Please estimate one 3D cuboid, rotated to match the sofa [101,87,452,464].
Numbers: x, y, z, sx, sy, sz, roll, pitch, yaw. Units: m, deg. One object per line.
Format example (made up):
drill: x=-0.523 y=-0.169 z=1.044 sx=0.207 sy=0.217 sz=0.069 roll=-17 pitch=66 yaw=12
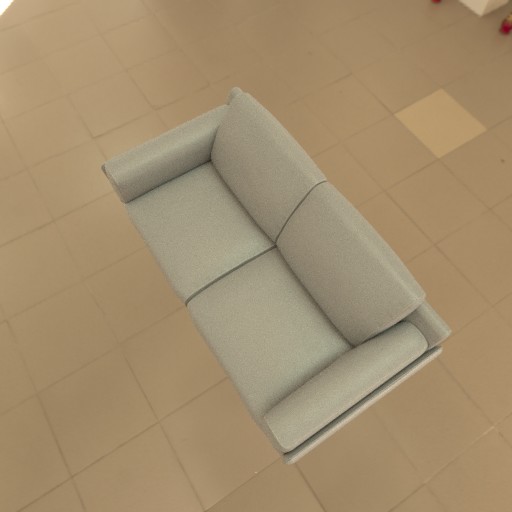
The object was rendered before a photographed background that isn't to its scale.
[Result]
sofa: x=0.000 y=0.000 z=2.686 sx=1.049 sy=0.930 sz=2.101 roll=-31 pitch=68 yaw=-14
